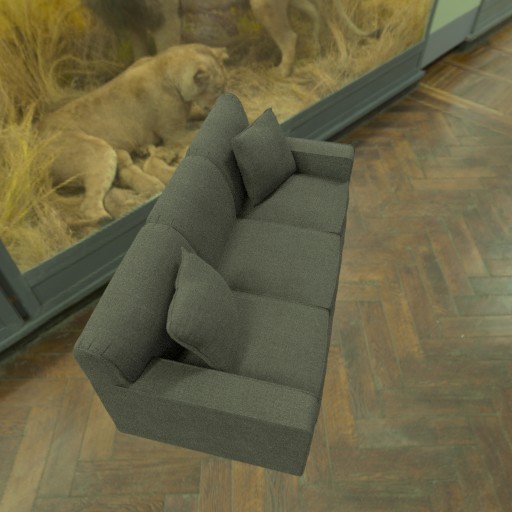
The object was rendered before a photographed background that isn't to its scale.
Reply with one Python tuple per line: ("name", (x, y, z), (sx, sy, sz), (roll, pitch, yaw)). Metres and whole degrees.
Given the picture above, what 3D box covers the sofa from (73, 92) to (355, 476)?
("sofa", (0.000, 0.000, 2.559), (0.997, 0.958, 2.024), (10, 48, 9))
